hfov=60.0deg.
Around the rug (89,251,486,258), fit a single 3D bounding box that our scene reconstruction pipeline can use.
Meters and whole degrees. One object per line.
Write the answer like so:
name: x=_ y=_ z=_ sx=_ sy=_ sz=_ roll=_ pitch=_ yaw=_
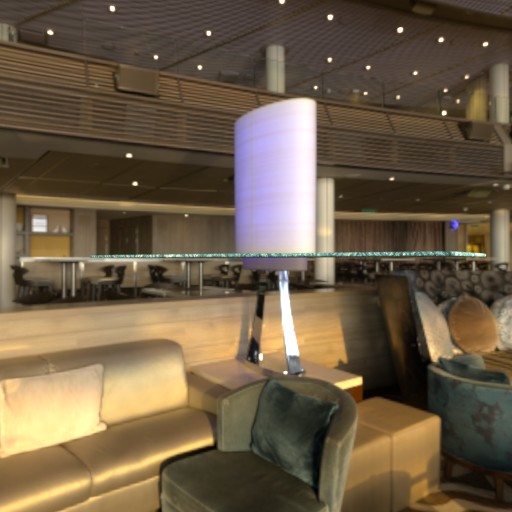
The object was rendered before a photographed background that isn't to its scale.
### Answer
rug: x=0.000 y=0.000 z=2.566 sx=2.286 sy=0.016 sz=0.676 roll=0 pitch=-1 yaw=36
